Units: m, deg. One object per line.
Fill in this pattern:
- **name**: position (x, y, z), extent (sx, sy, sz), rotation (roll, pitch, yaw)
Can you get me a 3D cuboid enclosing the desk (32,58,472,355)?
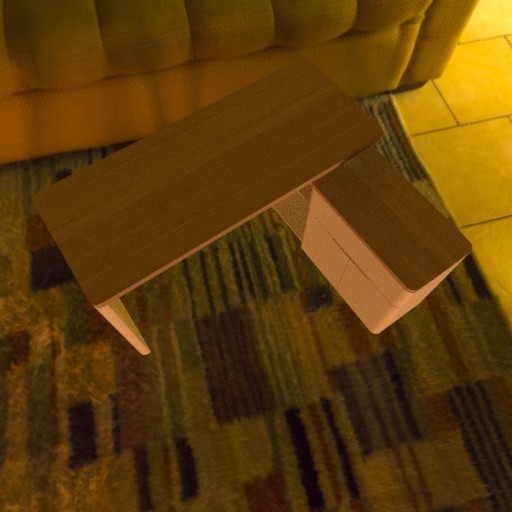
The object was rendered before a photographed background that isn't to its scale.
- **desk**: position (0.000, 0.000, 2.092), extent (1.400, 0.770, 1.175), rotation (-32, 68, -14)
